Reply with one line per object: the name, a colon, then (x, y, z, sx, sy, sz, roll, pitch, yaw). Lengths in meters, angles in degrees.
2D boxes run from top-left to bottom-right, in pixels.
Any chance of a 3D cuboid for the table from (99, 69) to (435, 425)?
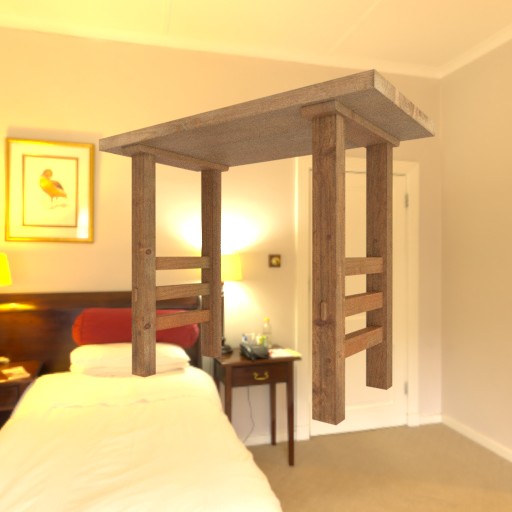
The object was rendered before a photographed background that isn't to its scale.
table: (0.000, 0.000, 1.631, 1.119, 0.914, 0.556, 0, 0, 36)
